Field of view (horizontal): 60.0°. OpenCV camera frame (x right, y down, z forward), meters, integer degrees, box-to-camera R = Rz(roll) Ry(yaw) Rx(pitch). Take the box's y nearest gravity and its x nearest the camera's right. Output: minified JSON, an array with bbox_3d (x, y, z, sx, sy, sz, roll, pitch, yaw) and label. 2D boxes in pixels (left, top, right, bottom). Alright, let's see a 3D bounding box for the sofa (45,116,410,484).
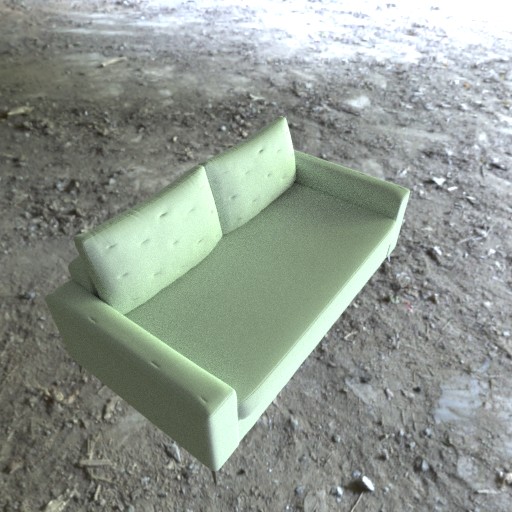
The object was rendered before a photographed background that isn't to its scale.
[{"bbox_3d":[0.000,0.000,2.141,0.920,0.790,1.650,26,47,27],"label":"sofa"}]
